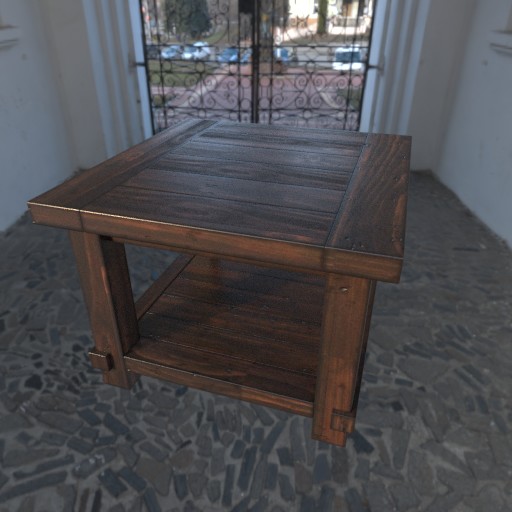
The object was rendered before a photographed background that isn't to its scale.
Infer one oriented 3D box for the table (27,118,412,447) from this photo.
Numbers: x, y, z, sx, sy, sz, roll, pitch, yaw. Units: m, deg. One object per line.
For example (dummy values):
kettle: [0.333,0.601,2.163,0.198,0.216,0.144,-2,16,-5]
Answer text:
table: [0.000,0.000,1.003,0.593,0.437,0.606,9,32,15]
